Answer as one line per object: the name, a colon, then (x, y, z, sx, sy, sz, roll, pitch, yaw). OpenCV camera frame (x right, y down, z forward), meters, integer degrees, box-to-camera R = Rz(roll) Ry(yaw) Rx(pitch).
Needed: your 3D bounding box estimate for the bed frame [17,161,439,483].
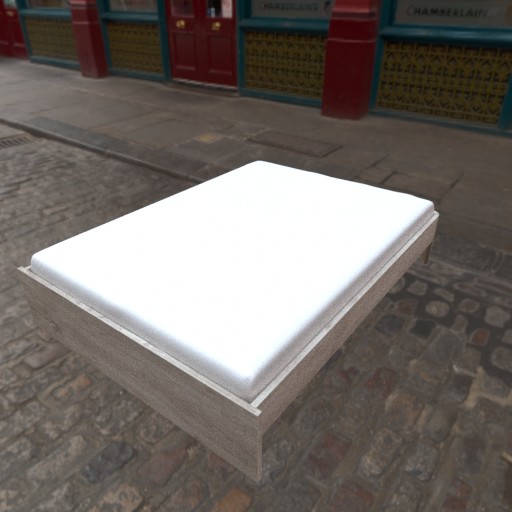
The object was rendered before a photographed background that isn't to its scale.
bed frame: (0.000, 0.000, 2.536, 1.490, 0.462, 1.950, 21, 36, 32)
